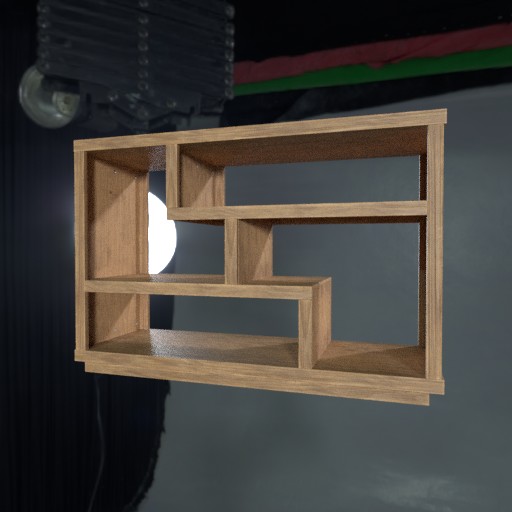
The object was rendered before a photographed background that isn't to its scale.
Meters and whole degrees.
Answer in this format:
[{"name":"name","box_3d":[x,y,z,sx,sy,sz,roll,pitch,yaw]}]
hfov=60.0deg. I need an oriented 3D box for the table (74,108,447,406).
[{"name":"table","box_3d":[0.000,0.000,1.509,1.151,0.771,0.410,0,1,17]}]
